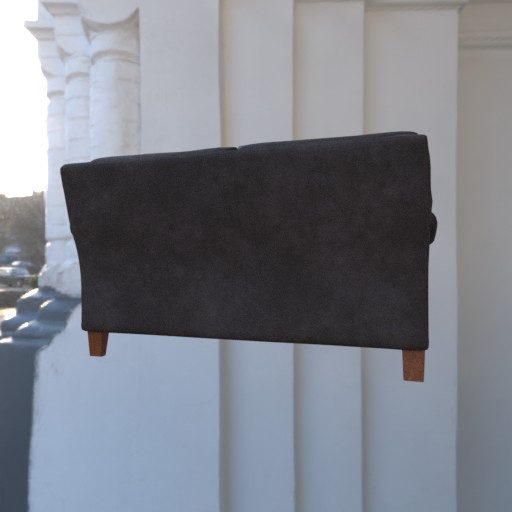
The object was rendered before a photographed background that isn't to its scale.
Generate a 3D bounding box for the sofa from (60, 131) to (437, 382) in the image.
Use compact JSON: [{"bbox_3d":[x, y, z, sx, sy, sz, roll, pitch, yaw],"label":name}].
[{"bbox_3d":[0.000,0.000,2.491,1.853,1.101,1.084,0,-1,18],"label":"sofa"}]
